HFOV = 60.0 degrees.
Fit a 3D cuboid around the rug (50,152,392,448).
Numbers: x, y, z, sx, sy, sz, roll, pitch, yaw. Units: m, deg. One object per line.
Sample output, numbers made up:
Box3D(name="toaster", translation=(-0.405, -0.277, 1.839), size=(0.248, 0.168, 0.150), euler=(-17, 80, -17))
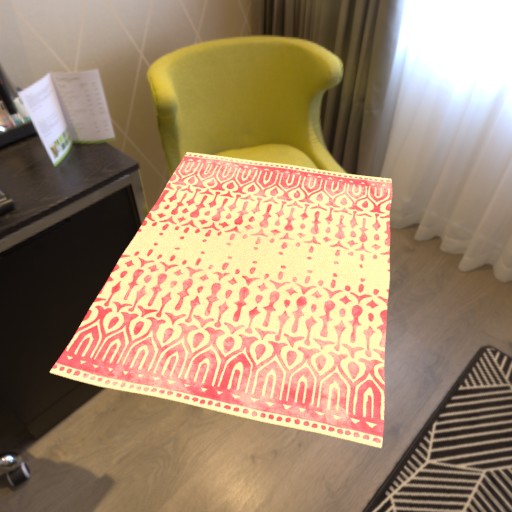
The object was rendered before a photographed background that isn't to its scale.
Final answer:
Box3D(name="rug", translation=(0.000, 0.000, 4.129), size=(2.441, 0.016, 3.095), euler=(9, 46, 9))
